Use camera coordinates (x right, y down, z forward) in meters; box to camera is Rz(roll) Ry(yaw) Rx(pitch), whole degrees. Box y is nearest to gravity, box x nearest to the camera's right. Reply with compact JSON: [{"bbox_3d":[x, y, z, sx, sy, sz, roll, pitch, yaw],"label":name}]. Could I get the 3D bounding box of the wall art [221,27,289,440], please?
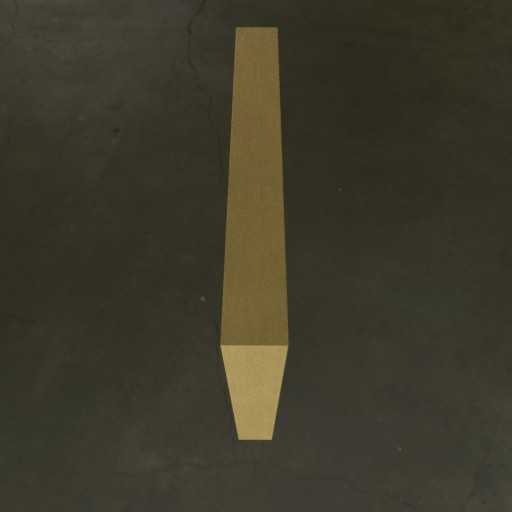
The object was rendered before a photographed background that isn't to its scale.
[{"bbox_3d":[0.000,0.000,0.456,0.038,0.305,0.305,0,58,0],"label":"wall art"}]
